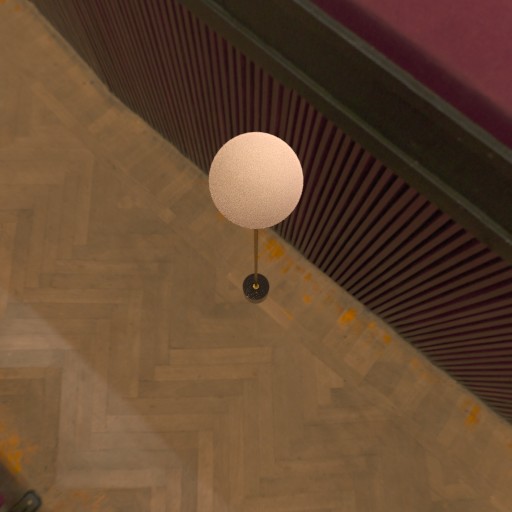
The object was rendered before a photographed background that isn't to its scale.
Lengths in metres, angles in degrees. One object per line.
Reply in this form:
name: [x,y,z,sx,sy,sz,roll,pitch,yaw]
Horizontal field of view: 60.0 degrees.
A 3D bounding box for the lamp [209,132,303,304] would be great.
lamp: [0.000,0.000,1.811,0.229,1.748,0.229,42,80,9]
